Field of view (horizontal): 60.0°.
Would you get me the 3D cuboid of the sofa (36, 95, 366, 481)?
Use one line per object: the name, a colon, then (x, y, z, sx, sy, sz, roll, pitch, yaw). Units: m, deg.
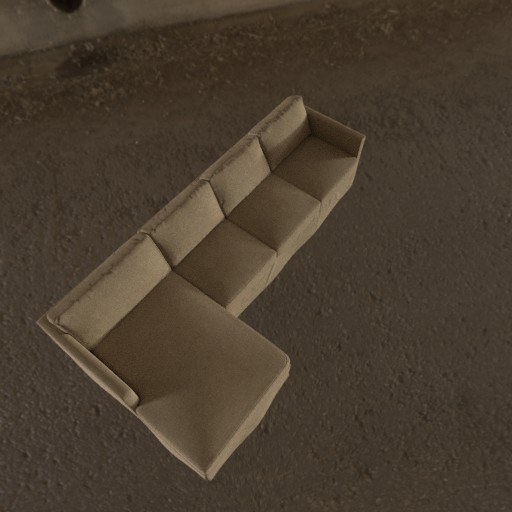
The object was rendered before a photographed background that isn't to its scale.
sofa: (0.000, 0.000, 3.855, 1.638, 0.920, 3.198, 33, 64, 19)
